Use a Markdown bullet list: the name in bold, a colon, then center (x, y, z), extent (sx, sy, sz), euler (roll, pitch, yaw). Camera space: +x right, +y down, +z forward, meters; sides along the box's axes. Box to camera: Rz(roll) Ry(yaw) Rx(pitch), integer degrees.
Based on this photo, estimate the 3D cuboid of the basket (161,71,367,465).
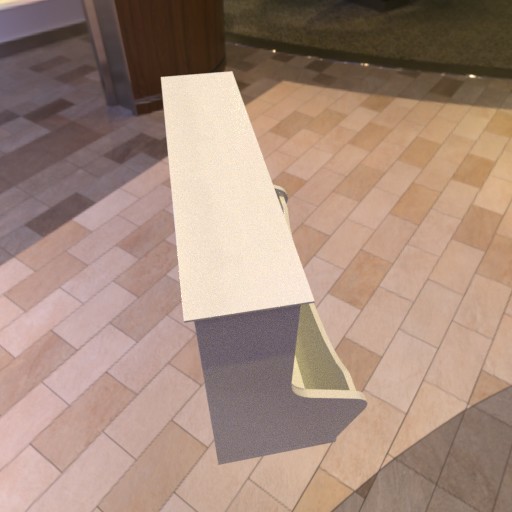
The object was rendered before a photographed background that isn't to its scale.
- **basket**: center (0.000, 0.000, 1.112), extent (0.350, 0.600, 0.780), euler (-8, 46, -7)
